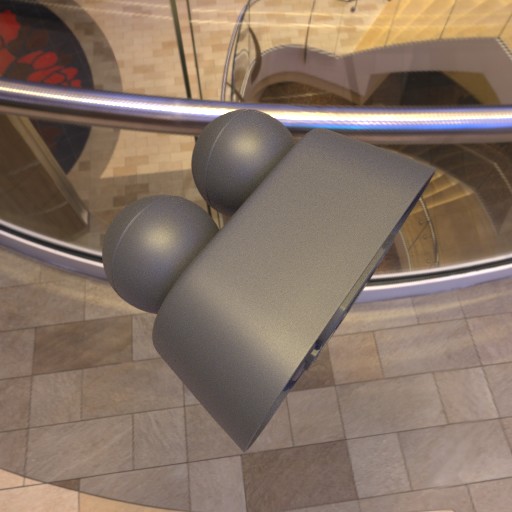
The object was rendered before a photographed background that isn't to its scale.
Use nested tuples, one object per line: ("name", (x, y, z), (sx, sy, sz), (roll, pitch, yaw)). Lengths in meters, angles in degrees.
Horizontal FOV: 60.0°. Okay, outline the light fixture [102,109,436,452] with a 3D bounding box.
("light fixture", (0.000, 0.000, 0.337), (0.159, 0.159, 0.229), (34, 69, 15))
